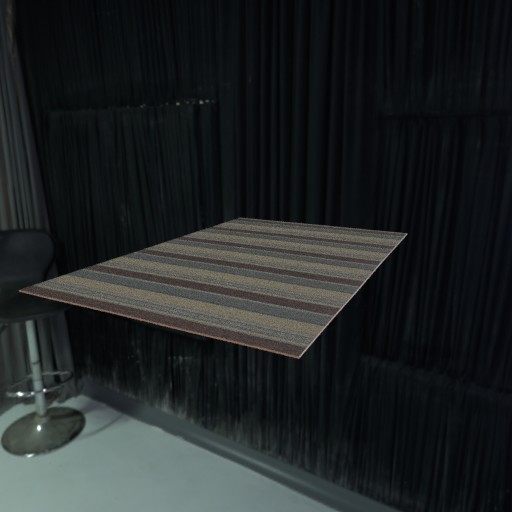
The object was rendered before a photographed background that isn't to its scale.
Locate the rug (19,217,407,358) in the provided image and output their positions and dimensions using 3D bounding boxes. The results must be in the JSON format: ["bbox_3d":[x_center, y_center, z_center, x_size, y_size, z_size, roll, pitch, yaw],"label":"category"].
[{"bbox_3d":[0.000,0.000,2.302,1.219,0.008,1.829,8,17,26],"label":"rug"}]
